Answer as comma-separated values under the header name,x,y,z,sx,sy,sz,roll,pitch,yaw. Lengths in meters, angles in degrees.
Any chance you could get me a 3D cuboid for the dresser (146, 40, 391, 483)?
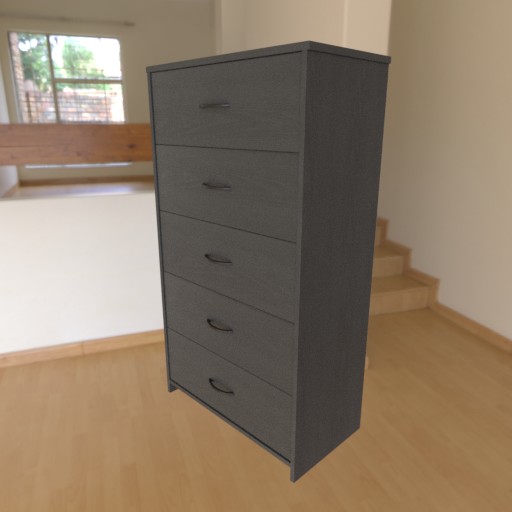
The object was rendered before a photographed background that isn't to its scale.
name,x,y,z,sx,sy,sz,roll,pitch,yaw
dresser,0.000,0.000,1.552,0.399,1.255,0.704,-16,23,-42
